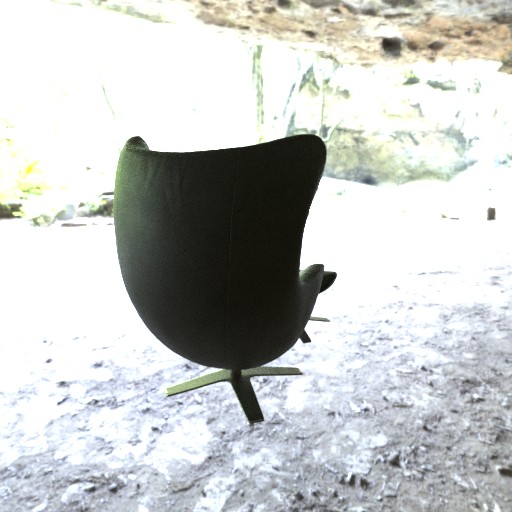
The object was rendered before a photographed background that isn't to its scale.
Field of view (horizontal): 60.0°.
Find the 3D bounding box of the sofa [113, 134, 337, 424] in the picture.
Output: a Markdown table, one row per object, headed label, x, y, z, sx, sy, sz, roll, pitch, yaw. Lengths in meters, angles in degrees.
| label | x | y | z | sx | sy | sz | roll | pitch | yaw |
| --- | --- | --- | --- | --- | --- | --- | --- | --- | --- |
| sofa | 0.000 | 0.000 | 2.177 | 0.894 | 1.135 | 1.444 | 7 | 16 | 27 |
